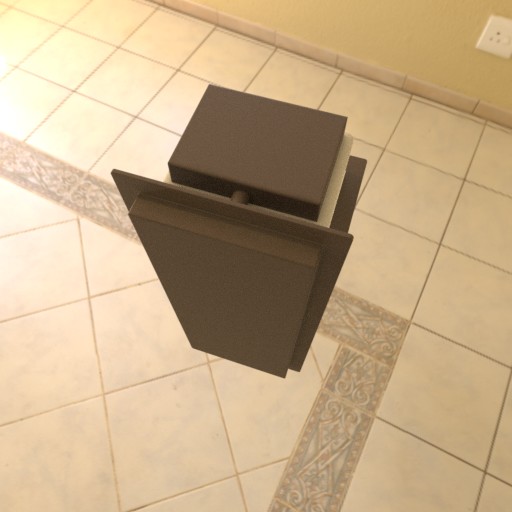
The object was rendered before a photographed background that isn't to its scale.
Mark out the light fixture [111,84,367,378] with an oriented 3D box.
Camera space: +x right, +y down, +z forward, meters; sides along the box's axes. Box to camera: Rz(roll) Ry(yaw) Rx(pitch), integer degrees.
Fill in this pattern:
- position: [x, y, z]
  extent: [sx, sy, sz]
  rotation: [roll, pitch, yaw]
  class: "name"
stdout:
- position: [0.000, 0.000, 0.441]
  extent: [0.153, 0.347, 0.146]
  rotation: [16, 64, 8]
  class: "light fixture"
